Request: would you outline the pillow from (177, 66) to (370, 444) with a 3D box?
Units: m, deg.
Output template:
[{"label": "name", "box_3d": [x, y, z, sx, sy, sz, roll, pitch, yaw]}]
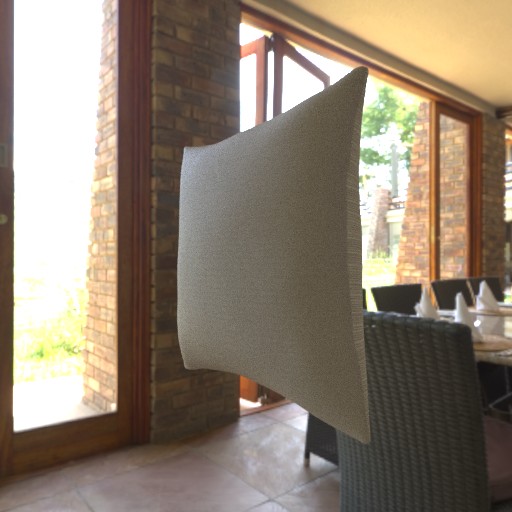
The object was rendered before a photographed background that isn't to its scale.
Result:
[{"label": "pillow", "box_3d": [0.000, 0.000, 0.784, 0.204, 0.497, 0.512, 0, 0, -36]}]
